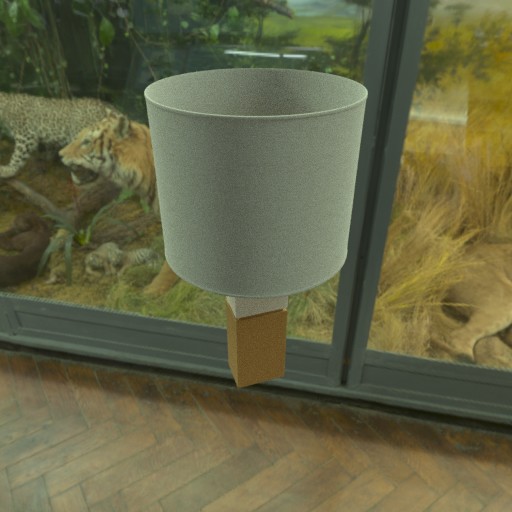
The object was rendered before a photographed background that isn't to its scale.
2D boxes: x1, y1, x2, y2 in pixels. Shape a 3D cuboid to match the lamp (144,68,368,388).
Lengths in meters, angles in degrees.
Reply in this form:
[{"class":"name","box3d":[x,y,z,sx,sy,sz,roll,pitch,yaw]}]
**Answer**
[{"class":"lamp","box3d":[0.000,0.000,0.575,0.229,0.417,0.229,-10,34,-16]}]
